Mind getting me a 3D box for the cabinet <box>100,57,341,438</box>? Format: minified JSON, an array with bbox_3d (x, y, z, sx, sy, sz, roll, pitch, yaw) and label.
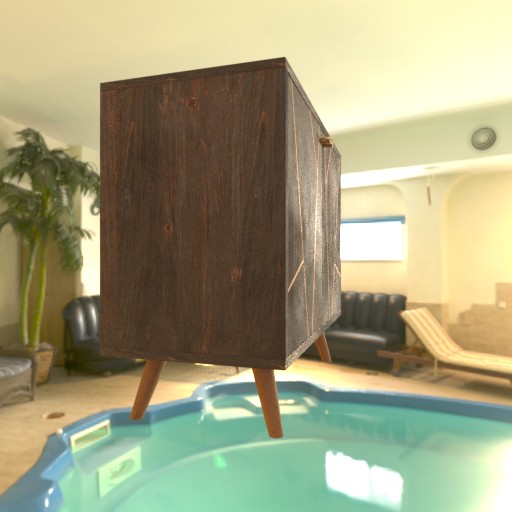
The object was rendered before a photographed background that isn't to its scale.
[{"bbox_3d":[0.000,0.000,1.557,0.529,0.897,1.023,0,0,18],"label":"cabinet"}]
